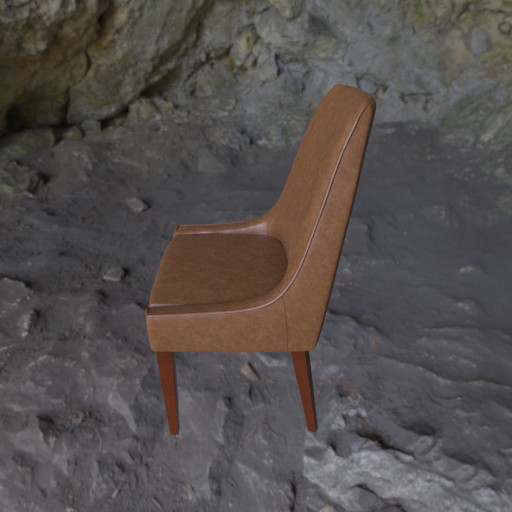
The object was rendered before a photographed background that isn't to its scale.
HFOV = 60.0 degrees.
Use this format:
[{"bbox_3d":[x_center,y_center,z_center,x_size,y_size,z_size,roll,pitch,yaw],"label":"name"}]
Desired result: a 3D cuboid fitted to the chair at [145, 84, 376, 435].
[{"bbox_3d":[0.000,0.000,1.226,0.544,0.861,0.529,-1,27,-1],"label":"chair"}]
